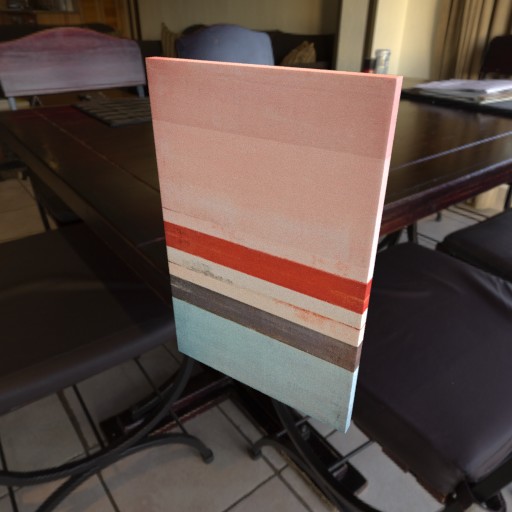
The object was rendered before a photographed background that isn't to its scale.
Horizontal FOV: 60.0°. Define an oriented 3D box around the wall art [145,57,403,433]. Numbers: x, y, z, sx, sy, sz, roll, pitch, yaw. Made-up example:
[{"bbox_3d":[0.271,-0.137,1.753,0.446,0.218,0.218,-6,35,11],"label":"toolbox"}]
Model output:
[{"bbox_3d":[0.000,0.000,1.151,0.610,0.914,0.038,18,34,29],"label":"wall art"}]
